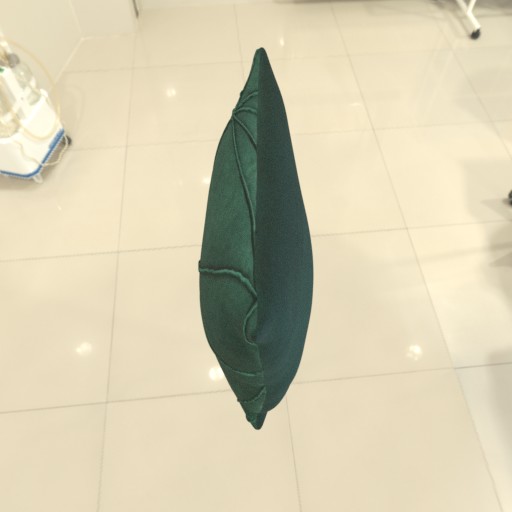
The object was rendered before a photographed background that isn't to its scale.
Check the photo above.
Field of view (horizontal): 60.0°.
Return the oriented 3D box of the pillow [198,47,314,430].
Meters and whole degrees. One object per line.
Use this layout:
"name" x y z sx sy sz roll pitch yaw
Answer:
"pillow" 0.000 0.000 0.694 0.184 0.440 0.439 1 58 1
